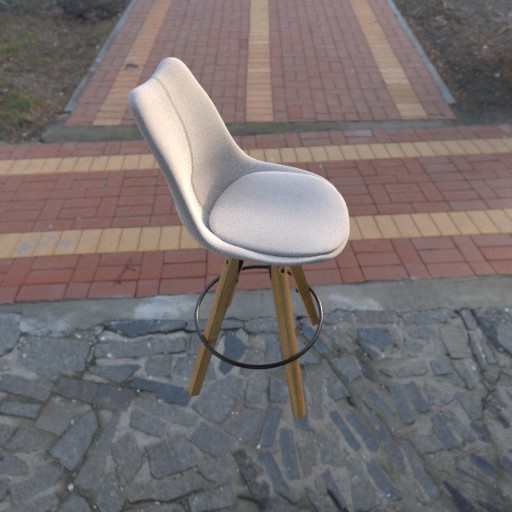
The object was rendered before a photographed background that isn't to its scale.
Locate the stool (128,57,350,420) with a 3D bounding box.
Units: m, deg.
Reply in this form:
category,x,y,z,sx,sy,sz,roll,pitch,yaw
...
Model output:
category,x,y,z,sx,sy,sz,roll,pitch,yaw
stool,0.000,0.000,1.421,0.550,1.115,0.484,9,45,9
